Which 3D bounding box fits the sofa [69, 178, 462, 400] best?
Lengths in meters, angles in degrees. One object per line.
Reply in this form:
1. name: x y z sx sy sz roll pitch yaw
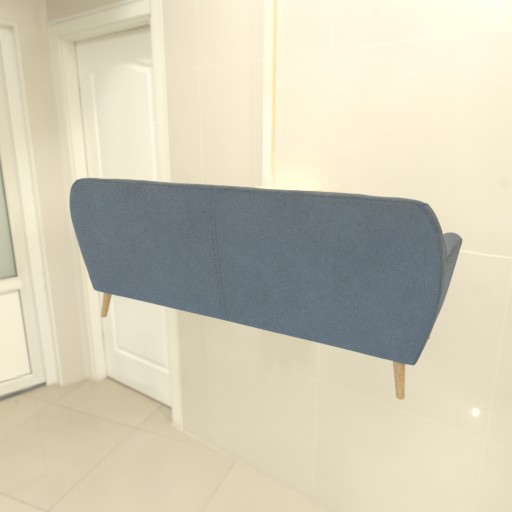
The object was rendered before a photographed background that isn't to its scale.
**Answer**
1. sofa: 0.000 0.000 2.413 1.975 0.832 0.841 8 17 28
